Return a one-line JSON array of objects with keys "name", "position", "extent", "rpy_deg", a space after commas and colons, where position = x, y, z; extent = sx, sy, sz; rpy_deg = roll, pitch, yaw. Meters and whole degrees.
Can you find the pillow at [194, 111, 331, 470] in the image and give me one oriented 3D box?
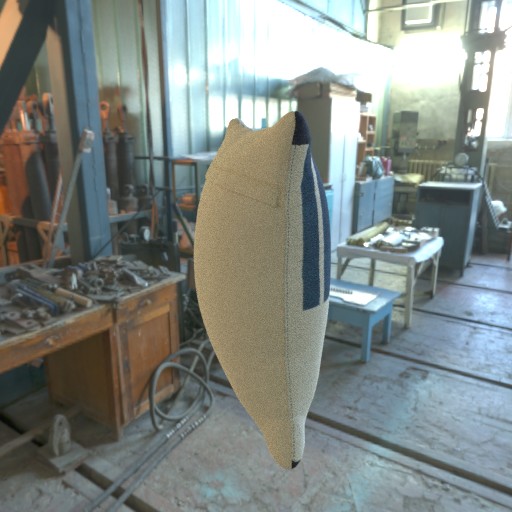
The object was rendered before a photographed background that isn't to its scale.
[{"name": "pillow", "position": [0.000, 0.000, 0.823], "extent": [0.229, 0.506, 0.536], "rpy_deg": [-3, 15, -11]}]
